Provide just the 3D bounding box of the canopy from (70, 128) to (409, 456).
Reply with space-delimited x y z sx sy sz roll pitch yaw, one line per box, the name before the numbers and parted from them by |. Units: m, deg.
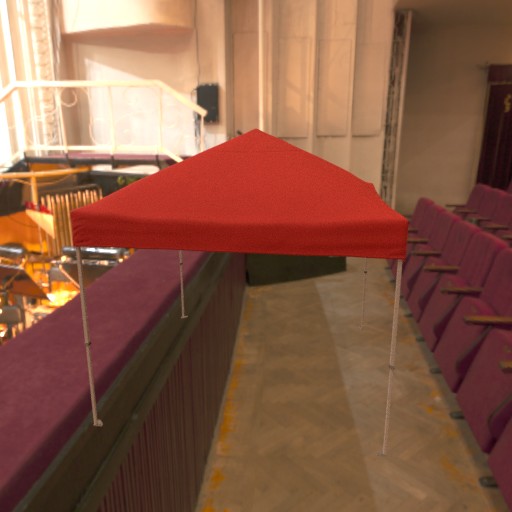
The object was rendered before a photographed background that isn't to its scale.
canopy | 0.000 0.000 5.419 2.996 2.997 2.998 2 15 9
